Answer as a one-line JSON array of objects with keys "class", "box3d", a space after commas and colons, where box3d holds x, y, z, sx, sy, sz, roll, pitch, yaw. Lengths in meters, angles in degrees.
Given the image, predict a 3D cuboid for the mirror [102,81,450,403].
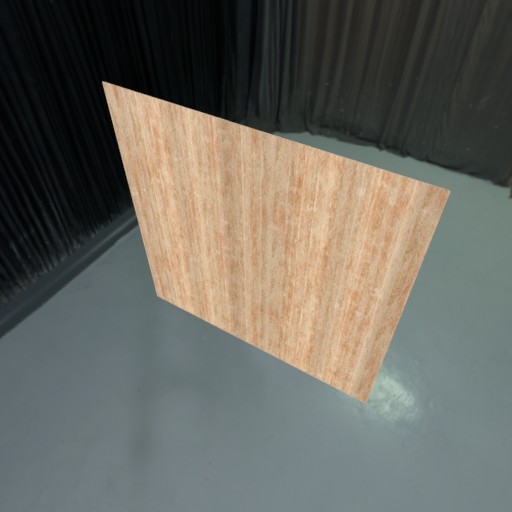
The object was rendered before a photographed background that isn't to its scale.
[{"class": "mirror", "box3d": [0.000, 0.000, 0.973, 0.651, 0.651, 0.047, 23, 51, 21]}]
